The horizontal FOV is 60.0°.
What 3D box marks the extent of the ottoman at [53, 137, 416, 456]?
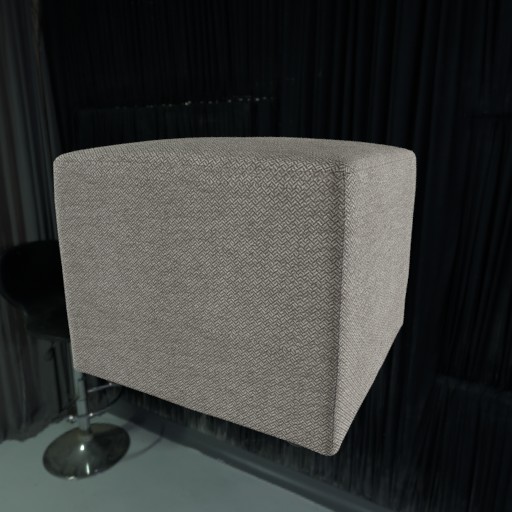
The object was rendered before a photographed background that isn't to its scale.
[{"bbox_3d":[0.000,0.000,0.875,0.512,0.453,0.519,8,17,27],"label":"ottoman"}]
